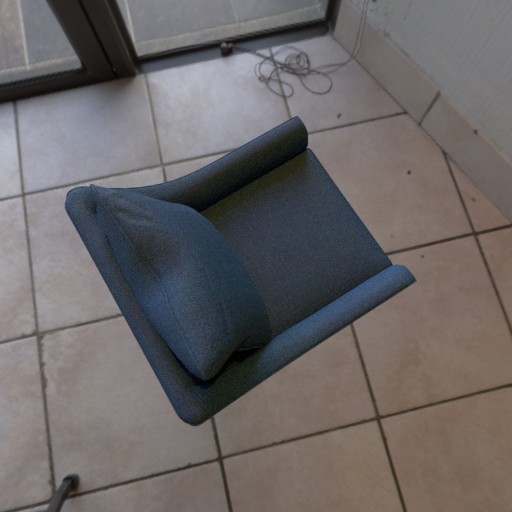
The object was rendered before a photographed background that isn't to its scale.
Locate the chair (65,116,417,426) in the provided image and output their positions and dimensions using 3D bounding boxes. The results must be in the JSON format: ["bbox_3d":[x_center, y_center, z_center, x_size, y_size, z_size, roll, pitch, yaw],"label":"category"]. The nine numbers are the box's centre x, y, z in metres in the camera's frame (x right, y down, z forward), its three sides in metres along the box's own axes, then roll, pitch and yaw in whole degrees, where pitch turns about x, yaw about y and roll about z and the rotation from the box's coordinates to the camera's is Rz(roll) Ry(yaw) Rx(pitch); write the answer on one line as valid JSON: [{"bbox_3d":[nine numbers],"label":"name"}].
[{"bbox_3d":[0.000,0.000,1.581,0.870,0.939,0.750,-31,78,-7],"label":"chair"}]
